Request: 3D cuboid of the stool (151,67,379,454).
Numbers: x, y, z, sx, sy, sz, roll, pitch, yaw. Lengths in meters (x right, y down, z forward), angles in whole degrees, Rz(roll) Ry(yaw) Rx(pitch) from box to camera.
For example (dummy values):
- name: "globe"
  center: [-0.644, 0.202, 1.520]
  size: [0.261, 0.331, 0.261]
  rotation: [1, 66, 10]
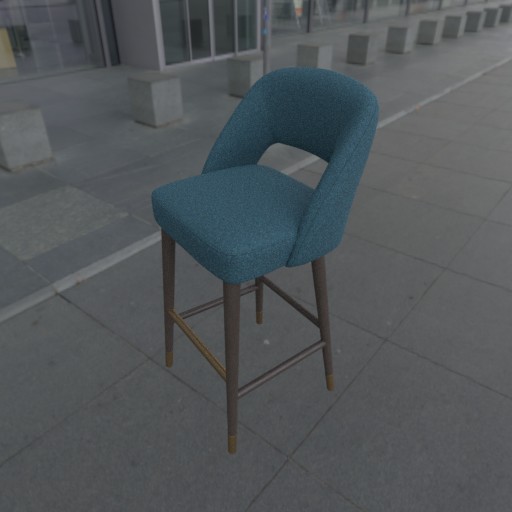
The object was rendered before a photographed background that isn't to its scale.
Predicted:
- name: "stool"
  center: [0.000, 0.000, 1.373]
  size: [0.522, 1.032, 0.536]
  rotation: [-21, 38, -29]
